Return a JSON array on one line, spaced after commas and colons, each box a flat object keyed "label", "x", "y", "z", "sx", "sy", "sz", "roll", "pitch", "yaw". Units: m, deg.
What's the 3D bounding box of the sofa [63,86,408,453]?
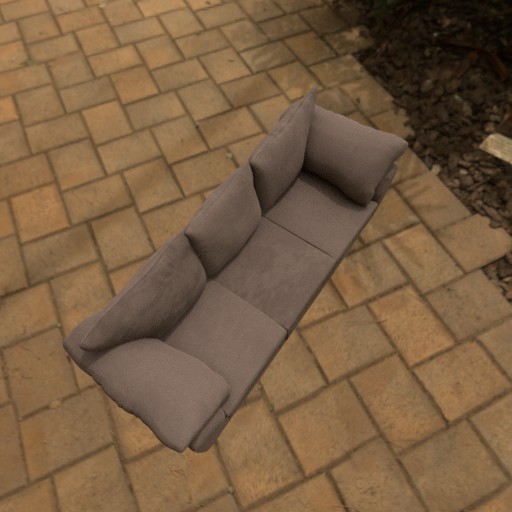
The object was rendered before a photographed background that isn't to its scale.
[{"label": "sofa", "x": 0.000, "y": 0.000, "z": 2.839, "sx": 0.893, "sy": 0.981, "sz": 2.377, "roll": 31, "pitch": 64, "yaw": 17}]
